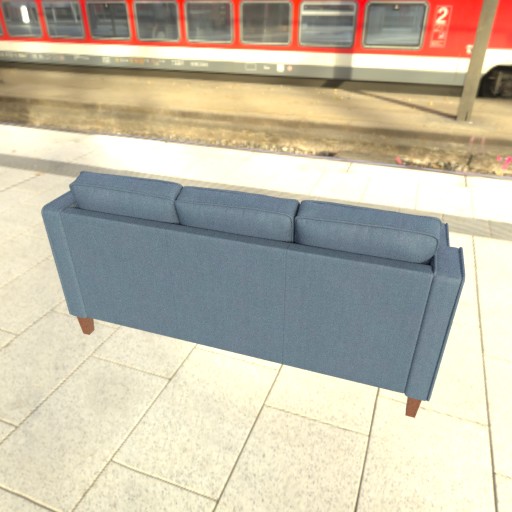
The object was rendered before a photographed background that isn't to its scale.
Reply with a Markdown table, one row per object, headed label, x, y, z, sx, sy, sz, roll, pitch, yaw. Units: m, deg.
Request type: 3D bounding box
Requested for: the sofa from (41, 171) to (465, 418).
| label | x | y | z | sx | sy | sz | roll | pitch | yaw |
| --- | --- | --- | --- | --- | --- | --- | --- | --- | --- |
| sofa | 0.000 | 0.000 | 2.489 | 1.986 | 0.974 | 0.911 | 10 | 32 | 16 |
